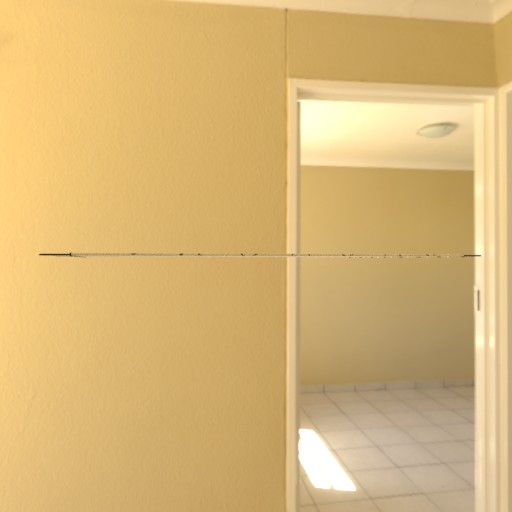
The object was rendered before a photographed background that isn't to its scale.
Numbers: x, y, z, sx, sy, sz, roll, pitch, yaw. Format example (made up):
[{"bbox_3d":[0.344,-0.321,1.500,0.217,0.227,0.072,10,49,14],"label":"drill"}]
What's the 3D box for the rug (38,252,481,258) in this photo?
[{"bbox_3d":[0.000,0.000,3.287,2.755,0.021,1.524,0,0,-18],"label":"rug"}]
